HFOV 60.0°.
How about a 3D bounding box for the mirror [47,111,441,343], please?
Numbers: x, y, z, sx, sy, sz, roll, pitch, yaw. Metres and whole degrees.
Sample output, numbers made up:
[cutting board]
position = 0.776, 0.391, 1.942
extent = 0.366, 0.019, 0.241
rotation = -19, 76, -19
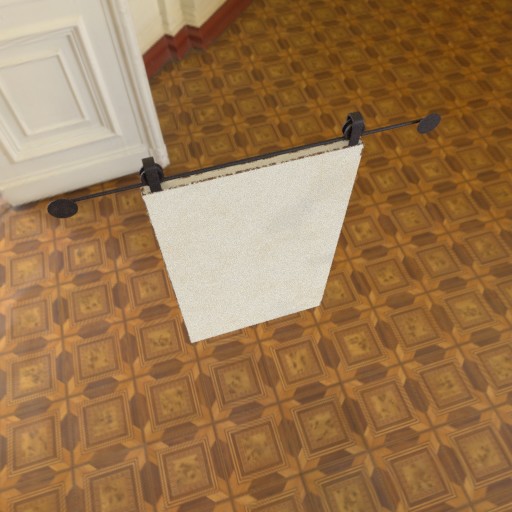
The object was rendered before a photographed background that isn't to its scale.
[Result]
[mirror]
position = 0.000, 0.000, 1.195
extent = 0.808, 0.844, 0.037
rotation = -15, 59, -9
